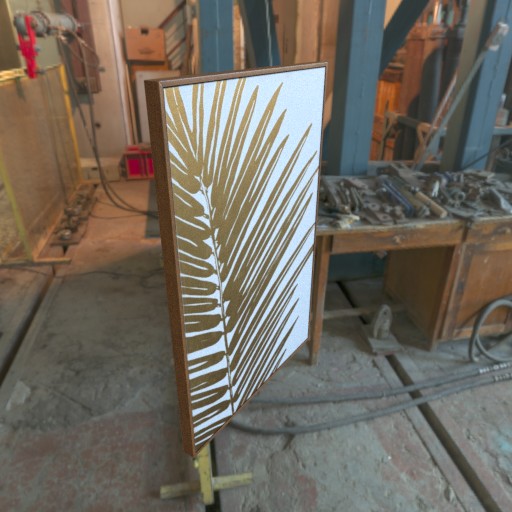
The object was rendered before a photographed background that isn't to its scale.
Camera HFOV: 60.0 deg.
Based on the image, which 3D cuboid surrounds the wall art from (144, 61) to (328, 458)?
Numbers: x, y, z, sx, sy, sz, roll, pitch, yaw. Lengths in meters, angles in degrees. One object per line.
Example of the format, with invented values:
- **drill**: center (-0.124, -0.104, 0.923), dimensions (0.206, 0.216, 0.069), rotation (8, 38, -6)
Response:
- **wall art**: center (0.000, 0.000, 1.173), dimensions (0.037, 0.914, 0.610), rotation (18, 32, 31)
